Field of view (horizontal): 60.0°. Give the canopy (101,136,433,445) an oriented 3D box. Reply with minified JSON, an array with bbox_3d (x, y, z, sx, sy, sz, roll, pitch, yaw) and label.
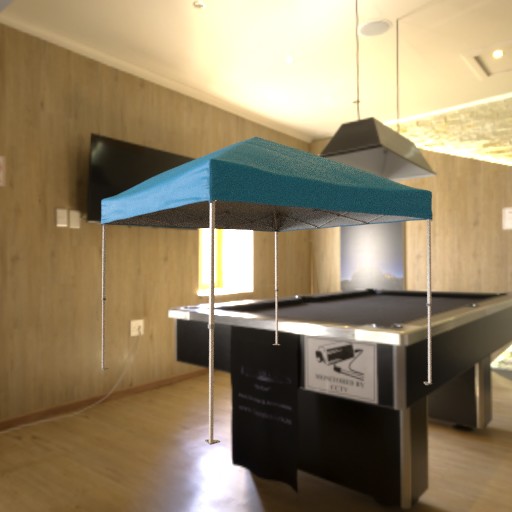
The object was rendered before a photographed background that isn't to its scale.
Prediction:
[{"bbox_3d":[0.000,0.000,5.558,2.996,2.997,2.998,0,0,-35],"label":"canopy"}]
